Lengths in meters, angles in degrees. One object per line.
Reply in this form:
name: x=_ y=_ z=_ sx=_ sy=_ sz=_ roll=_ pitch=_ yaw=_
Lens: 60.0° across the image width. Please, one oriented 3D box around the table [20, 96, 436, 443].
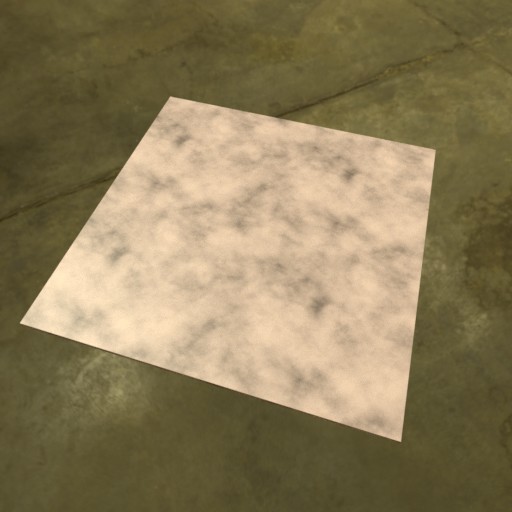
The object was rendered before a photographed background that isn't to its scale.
table: x=0.000 y=0.000 z=1.334 sx=0.890 sy=0.305 sz=0.890 roll=14 pitch=57 yaw=10
